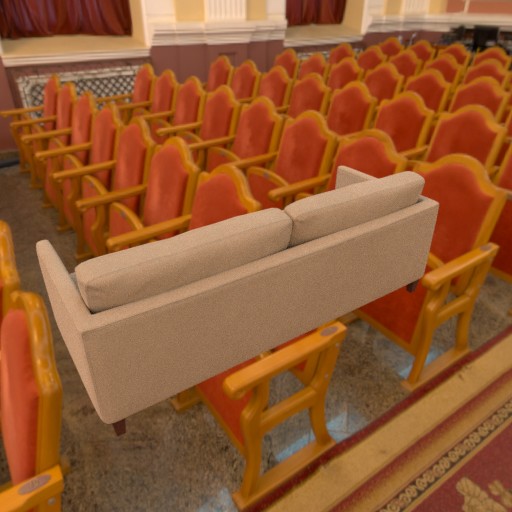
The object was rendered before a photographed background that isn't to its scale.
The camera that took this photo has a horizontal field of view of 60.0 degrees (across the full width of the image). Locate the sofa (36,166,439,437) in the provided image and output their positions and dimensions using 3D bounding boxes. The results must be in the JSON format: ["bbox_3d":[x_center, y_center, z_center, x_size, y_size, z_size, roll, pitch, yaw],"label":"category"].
[{"bbox_3d":[0.000,0.000,2.861,2.404,0.912,0.988,-19,35,-29],"label":"sofa"}]
